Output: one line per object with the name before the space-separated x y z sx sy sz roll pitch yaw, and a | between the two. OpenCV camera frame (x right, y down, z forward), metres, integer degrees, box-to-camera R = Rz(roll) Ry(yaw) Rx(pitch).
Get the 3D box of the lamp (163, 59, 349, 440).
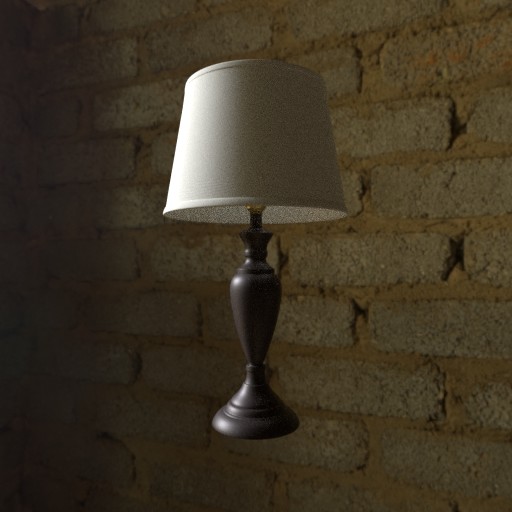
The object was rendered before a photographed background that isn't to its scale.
lamp | 0.000 0.000 0.816 0.335 0.611 0.335 0 0 0
